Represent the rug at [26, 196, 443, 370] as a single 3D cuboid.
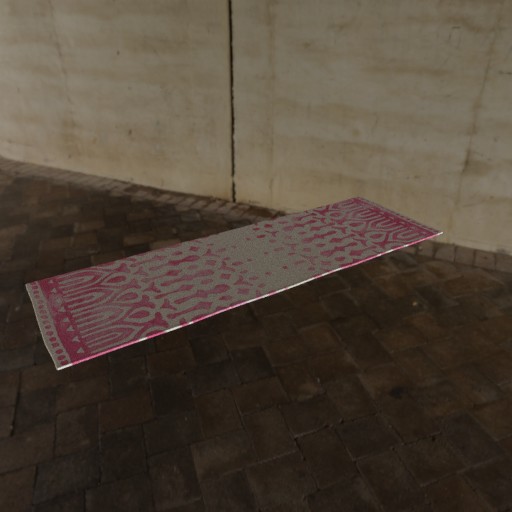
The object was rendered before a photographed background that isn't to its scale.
[{"bbox_3d":[0.000,0.000,2.679,2.458,0.011,0.787,-17,33,-27],"label":"rug"}]
